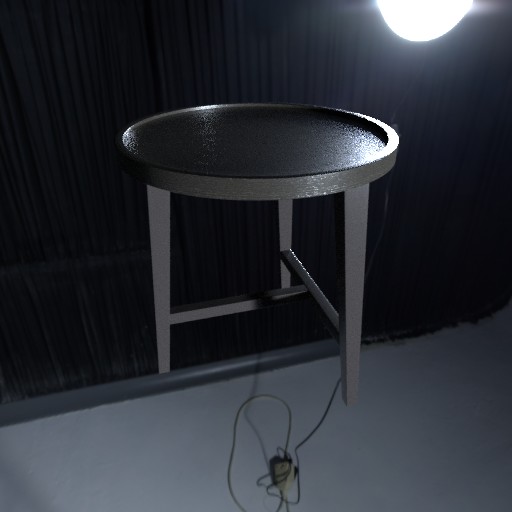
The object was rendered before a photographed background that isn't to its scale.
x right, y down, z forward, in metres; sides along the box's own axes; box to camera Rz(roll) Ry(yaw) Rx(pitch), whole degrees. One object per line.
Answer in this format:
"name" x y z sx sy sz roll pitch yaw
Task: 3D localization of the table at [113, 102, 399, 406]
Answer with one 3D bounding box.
"table" 0.000 0.000 0.940 0.500 0.531 0.500 0 30 0
